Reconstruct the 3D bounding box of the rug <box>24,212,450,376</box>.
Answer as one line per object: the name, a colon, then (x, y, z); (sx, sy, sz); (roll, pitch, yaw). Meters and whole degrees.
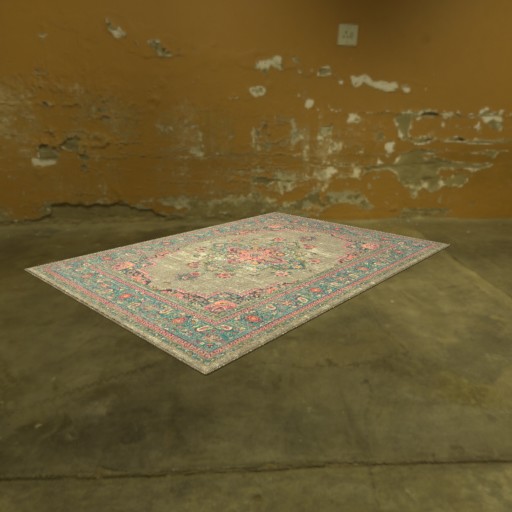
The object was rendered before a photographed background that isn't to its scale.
rug: (0.000, 0.000, 2.807); (1.609, 0.013, 2.214); (16, 23, 41)
